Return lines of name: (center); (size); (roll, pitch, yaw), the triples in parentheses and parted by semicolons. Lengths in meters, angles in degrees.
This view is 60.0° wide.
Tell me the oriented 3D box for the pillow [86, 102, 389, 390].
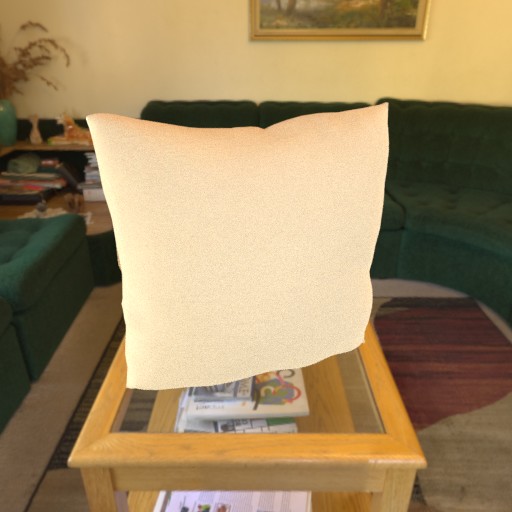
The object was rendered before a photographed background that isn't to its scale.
pillow: (0.000, 0.000, 0.700); (0.450, 0.448, 0.245); (-8, 27, -16)
